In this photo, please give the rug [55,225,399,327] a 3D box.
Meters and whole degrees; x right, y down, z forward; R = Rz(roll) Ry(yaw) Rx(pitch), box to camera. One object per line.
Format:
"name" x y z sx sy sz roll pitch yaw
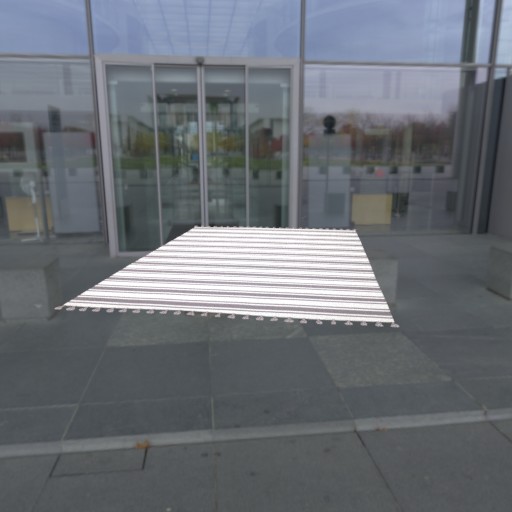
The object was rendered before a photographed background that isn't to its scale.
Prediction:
"rug" 0.000 0.000 3.125 1.563 0.014 2.425 2 13 8
